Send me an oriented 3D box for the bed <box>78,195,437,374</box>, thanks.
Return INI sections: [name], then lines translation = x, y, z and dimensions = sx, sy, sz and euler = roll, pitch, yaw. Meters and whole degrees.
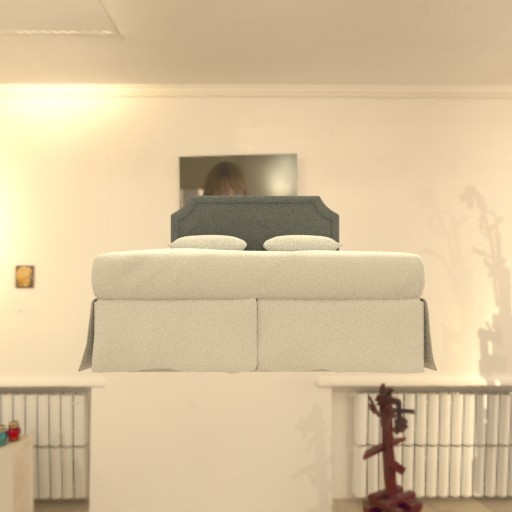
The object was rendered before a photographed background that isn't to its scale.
[bed]
translation = 0.000, 0.000, 3.619
dimensions = 1.977, 1.306, 2.464
euler = 0, 0, -1
